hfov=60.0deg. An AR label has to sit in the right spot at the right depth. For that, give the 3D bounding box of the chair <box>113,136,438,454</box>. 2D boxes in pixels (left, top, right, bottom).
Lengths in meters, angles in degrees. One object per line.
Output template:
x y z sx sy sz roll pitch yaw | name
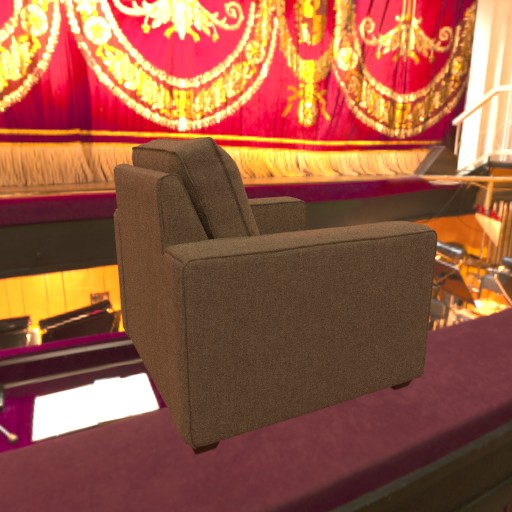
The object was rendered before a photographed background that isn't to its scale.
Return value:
0.000 0.000 1.771 0.940 0.914 1.016 -7 16 -26 | chair
